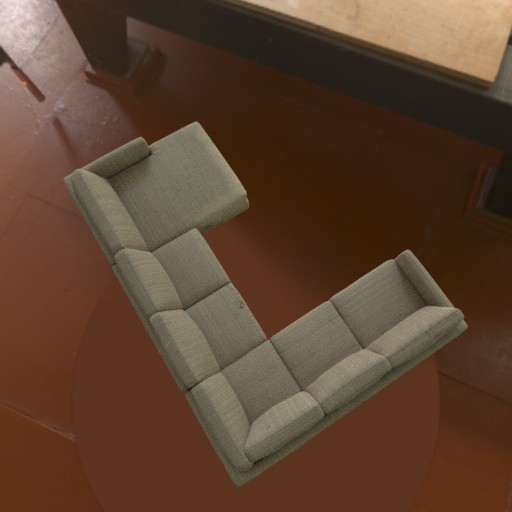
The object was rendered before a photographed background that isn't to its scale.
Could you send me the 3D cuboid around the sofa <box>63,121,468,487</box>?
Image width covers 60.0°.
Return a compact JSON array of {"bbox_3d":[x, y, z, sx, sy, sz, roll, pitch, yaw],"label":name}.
[{"bbox_3d":[0.000,0.000,4.596,2.594,0.961,3.460,-31,77,-8],"label":"sofa"}]
